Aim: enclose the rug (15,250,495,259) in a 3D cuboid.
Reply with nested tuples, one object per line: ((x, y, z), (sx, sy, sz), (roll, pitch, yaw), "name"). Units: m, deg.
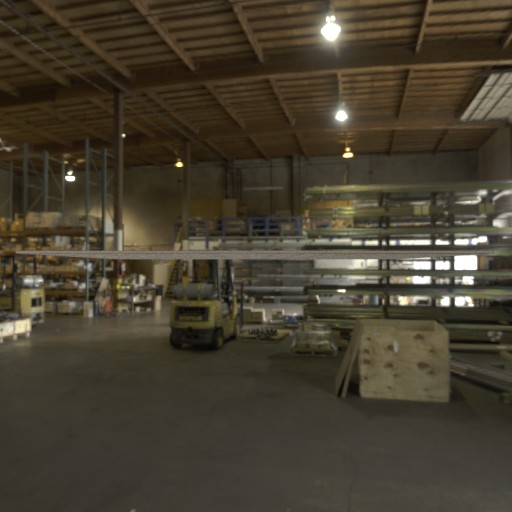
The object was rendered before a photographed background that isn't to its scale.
((0.000, 0.000, 2.073), (1.677, 0.011, 1.066), (0, -2, 0), "rug")
